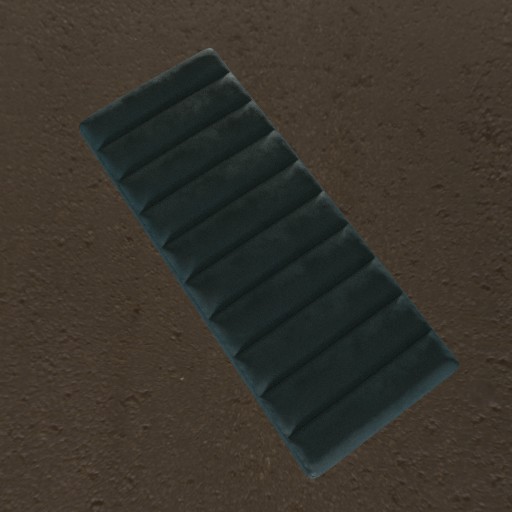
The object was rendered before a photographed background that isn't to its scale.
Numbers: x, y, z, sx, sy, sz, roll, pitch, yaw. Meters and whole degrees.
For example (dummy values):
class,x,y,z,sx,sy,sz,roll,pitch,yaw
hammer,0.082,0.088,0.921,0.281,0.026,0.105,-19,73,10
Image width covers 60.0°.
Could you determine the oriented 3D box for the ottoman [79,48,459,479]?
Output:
class,x,y,z,sx,sy,sz,roll,pitch,yaw
ottoman,0.000,0.000,1.384,0.482,0.469,1.151,-34,78,-8
